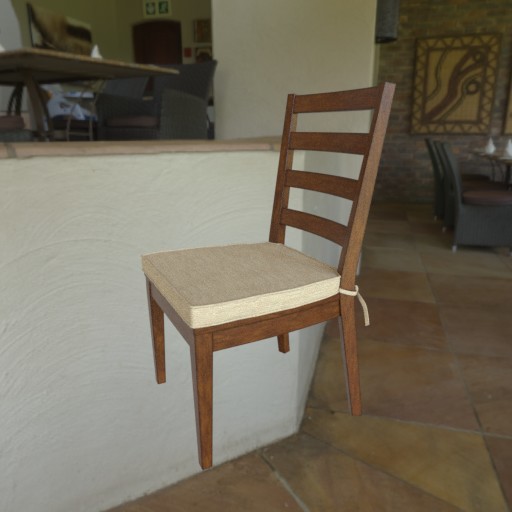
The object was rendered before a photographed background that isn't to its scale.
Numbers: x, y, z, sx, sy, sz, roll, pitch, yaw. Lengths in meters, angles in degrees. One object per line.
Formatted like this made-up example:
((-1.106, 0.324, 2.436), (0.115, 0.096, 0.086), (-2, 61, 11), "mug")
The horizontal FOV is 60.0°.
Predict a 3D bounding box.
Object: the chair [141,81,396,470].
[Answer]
((0.000, 0.000, 1.358), (0.595, 0.979, 0.593), (-8, 18, -25), "chair")
